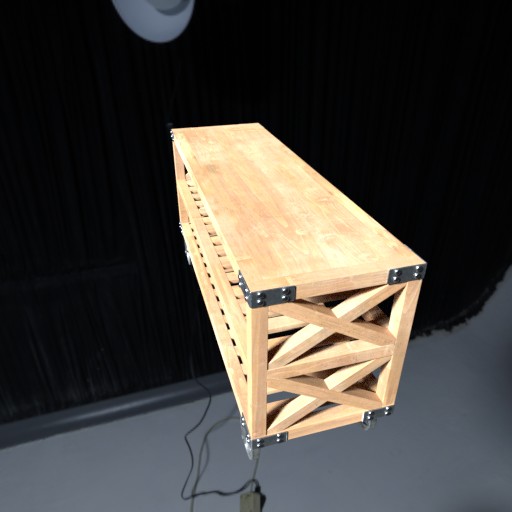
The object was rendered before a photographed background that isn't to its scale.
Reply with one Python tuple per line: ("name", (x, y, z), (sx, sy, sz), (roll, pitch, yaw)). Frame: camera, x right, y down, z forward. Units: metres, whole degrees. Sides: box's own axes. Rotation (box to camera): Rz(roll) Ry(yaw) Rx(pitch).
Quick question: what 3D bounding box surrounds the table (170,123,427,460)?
("table", (0.000, 0.000, 1.829), (0.467, 0.711, 1.487), (-8, 31, -14))
